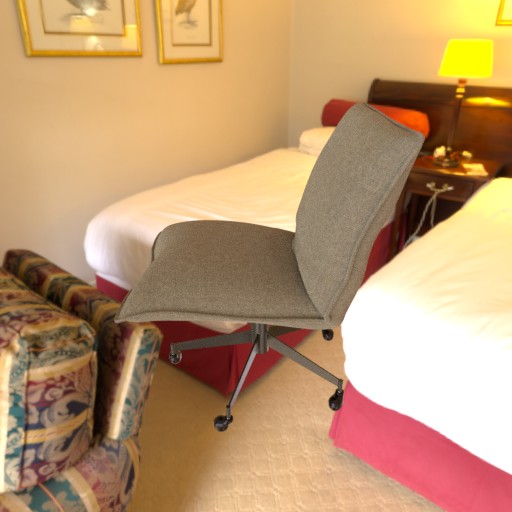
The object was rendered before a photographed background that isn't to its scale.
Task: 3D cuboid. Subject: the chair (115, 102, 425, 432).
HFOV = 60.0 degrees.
[{"bbox_3d":[0.000,0.000,1.301,0.696,0.811,0.597,1,26,1],"label":"chair"}]
